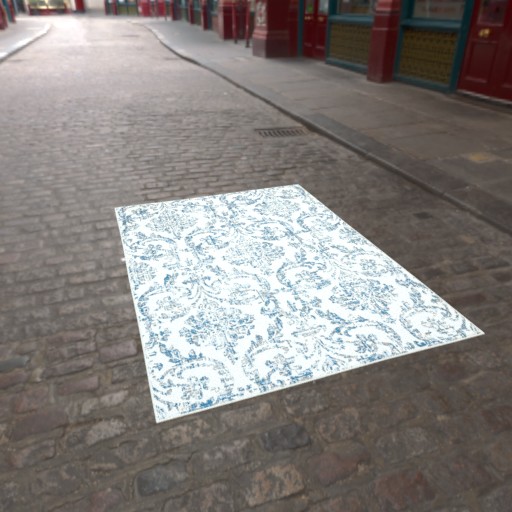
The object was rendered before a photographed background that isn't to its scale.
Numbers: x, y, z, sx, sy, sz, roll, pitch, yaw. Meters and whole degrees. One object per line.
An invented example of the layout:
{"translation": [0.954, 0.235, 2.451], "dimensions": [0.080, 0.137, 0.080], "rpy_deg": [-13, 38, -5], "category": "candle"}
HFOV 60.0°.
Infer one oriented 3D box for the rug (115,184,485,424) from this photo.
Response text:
{"translation": [0.000, 0.000, 2.822], "dimensions": [1.586, 0.014, 2.197], "rpy_deg": [-10, 31, -17], "category": "rug"}
